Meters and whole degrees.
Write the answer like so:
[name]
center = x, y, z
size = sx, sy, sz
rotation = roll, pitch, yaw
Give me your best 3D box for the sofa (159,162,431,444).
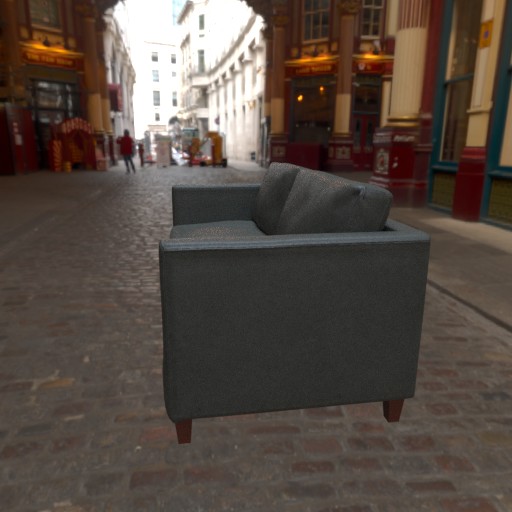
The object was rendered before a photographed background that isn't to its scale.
[sofa]
center = 0.000, 0.000, 2.391
size = 0.951, 0.933, 1.883
rotation = -2, 15, -9
